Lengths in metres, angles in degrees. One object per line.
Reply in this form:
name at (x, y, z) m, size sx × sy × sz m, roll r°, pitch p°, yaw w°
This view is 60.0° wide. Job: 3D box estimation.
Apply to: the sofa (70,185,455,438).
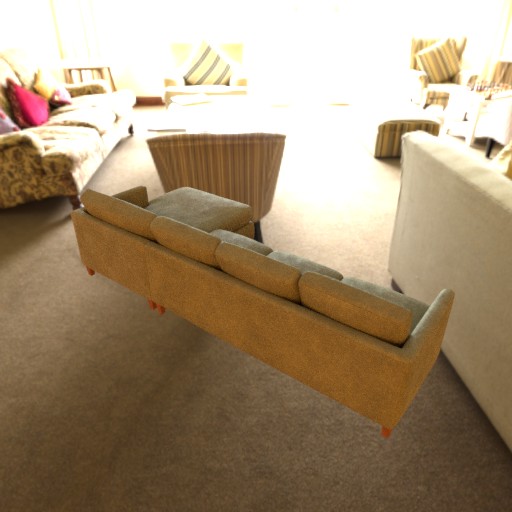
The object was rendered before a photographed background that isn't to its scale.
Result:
sofa at (0.000, 0.000, 4.136) m, size 3.471 × 0.950 × 1.604 m, roll 21°, pitch 37°, yaw 31°
